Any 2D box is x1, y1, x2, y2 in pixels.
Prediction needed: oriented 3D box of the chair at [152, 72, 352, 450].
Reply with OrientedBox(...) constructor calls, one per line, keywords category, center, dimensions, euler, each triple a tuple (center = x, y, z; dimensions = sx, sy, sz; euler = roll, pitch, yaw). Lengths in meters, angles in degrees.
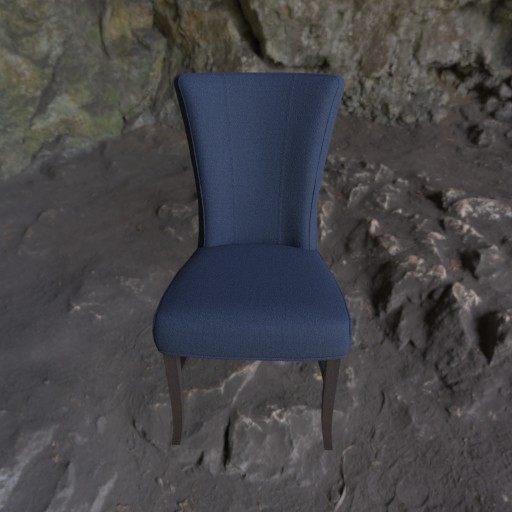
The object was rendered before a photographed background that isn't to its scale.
OrientedBox(category="chair", center=(0.000, 0.000, 1.369), dimensions=(0.520, 0.991, 0.660), euler=(1, 30, 2))
